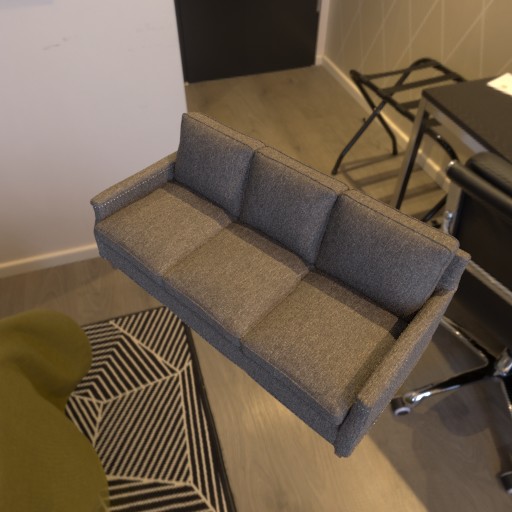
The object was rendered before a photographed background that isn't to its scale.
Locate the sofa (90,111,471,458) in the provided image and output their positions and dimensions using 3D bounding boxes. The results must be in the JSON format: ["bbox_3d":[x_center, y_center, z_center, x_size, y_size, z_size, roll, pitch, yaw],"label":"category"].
[{"bbox_3d":[0.000,0.000,2.852,2.246,1.003,1.084,33,55,27],"label":"sofa"}]
